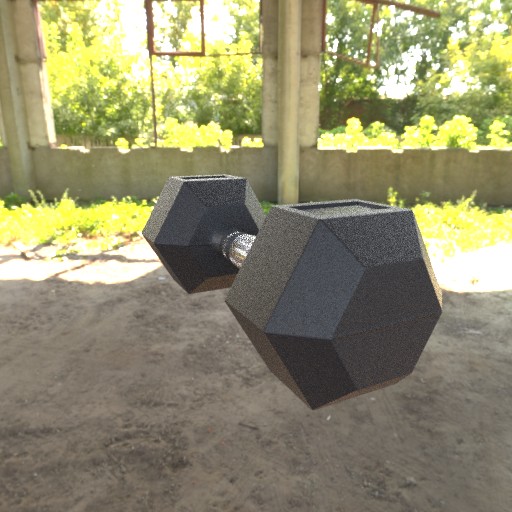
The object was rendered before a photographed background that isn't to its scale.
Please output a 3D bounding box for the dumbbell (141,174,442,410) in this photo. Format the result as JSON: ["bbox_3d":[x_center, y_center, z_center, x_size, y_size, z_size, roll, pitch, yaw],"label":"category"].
[{"bbox_3d":[0.000,0.000,0.372,0.129,0.113,0.315,-8,17,-26],"label":"dumbbell"}]
